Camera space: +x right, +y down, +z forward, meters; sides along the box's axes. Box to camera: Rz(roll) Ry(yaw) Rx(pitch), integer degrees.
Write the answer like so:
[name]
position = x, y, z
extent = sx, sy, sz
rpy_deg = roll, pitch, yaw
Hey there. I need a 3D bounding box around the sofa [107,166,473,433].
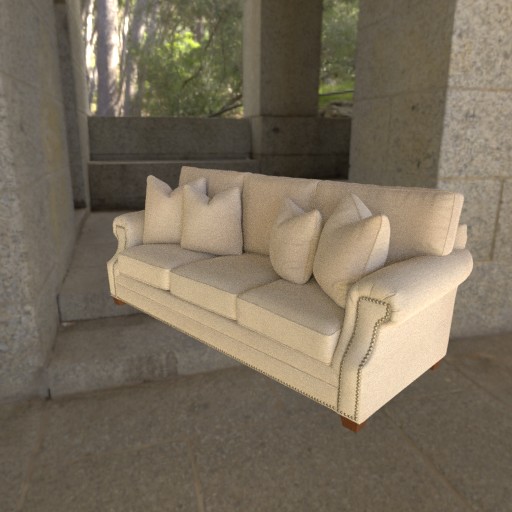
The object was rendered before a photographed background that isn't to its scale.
[sofa]
position = 0.000, 0.000, 2.762
extent = 0.965, 0.975, 2.312
rpy_deg = -15, 21, -43
